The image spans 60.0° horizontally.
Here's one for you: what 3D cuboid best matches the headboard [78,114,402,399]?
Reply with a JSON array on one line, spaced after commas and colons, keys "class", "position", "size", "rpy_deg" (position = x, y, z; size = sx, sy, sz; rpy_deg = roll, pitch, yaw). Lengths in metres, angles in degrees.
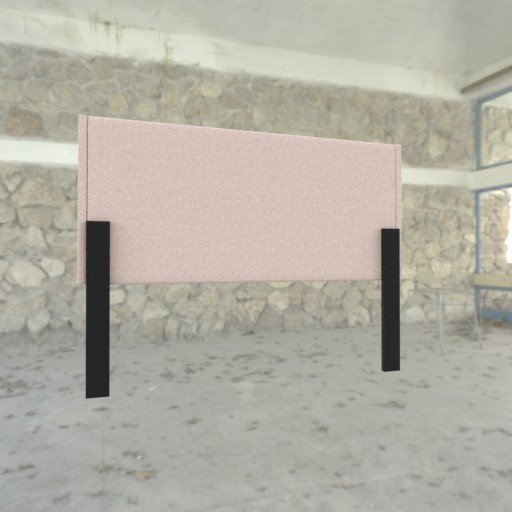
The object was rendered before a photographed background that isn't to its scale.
[{"class": "headboard", "position": [0.000, 0.000, 2.748], "size": [2.051, 1.524, 0.184], "rpy_deg": [0, -1, -18]}]
